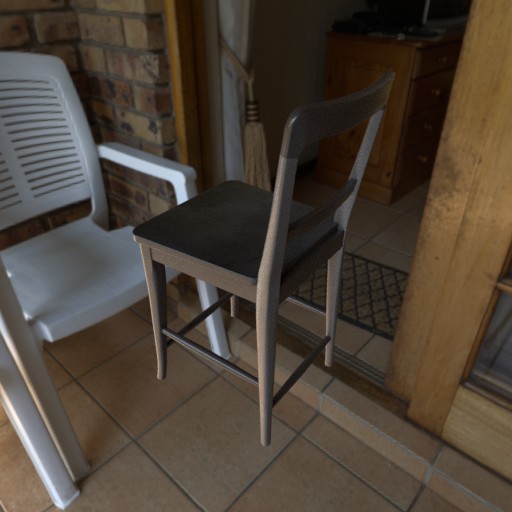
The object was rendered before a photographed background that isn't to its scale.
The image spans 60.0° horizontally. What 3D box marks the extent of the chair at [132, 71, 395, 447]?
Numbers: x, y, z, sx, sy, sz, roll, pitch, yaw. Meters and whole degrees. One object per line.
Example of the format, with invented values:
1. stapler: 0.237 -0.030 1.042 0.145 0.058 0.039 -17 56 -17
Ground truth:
1. chair: 0.000 0.000 1.270 0.546 0.991 0.450 22 39 30
